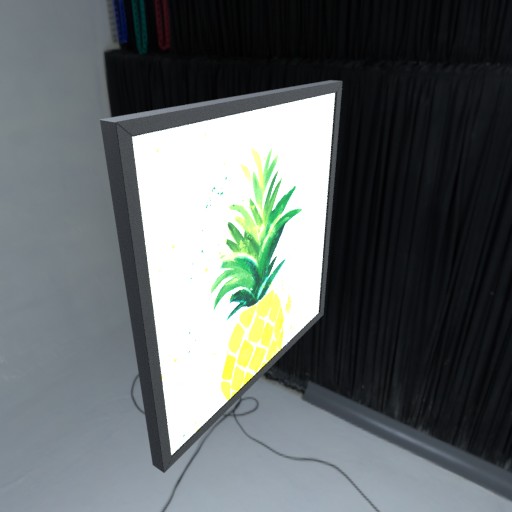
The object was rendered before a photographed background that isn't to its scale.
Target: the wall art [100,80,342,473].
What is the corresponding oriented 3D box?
[{"bbox_3d":[0.000,0.000,1.105,0.037,0.760,0.762,18,32,31],"label":"wall art"}]
